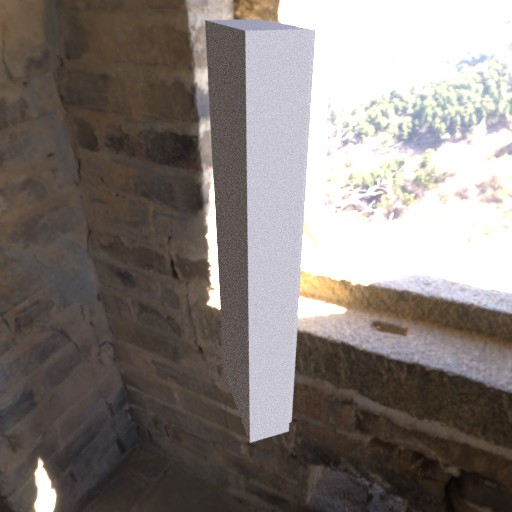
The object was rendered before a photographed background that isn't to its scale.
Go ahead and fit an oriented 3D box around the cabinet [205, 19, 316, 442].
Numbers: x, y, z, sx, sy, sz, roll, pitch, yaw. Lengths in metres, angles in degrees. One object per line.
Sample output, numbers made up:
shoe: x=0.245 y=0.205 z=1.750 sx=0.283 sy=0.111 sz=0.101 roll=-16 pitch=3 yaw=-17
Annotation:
cabinet: x=0.000 y=0.000 z=1.927 sx=0.230 sy=1.790 sz=0.500 roll=-10 pitch=32 yaw=-16
